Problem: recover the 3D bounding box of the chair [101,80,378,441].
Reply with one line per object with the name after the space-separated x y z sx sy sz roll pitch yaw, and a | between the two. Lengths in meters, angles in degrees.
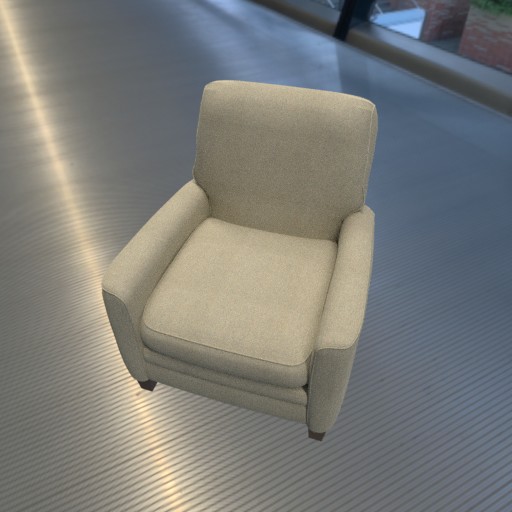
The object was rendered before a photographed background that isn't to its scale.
0.000 0.000 1.653 0.850 1.006 0.853 12 44 13 | chair
